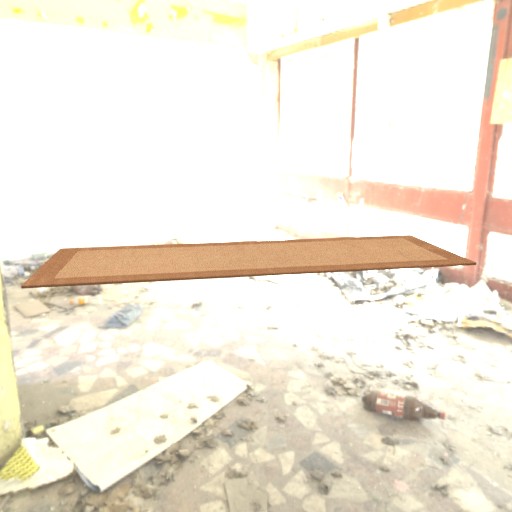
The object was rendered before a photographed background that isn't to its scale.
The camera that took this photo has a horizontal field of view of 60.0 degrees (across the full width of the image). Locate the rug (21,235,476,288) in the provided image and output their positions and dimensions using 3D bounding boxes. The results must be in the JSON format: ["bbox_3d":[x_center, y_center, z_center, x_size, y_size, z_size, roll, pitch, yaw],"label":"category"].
[{"bbox_3d":[0.000,0.000,2.698,2.439,0.017,0.764,-3,15,-9],"label":"rug"}]
